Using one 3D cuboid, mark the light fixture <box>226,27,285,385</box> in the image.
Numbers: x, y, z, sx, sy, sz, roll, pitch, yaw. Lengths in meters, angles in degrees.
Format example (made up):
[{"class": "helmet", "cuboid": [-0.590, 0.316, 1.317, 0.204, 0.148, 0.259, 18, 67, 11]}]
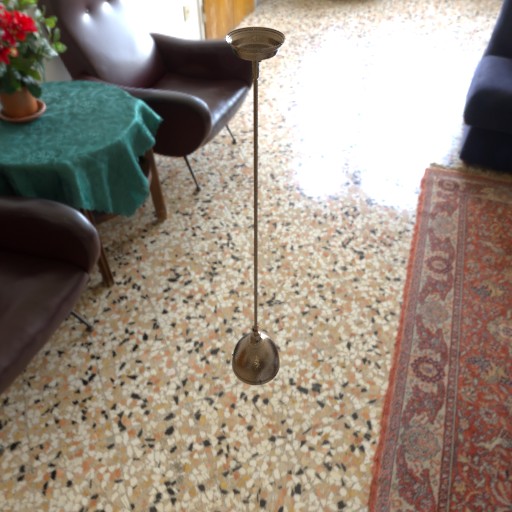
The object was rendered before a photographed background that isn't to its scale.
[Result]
[{"class": "light fixture", "cuboid": [0.000, 0.000, 1.457, 0.211, 1.367, 0.217, -11, 47, -10]}]
